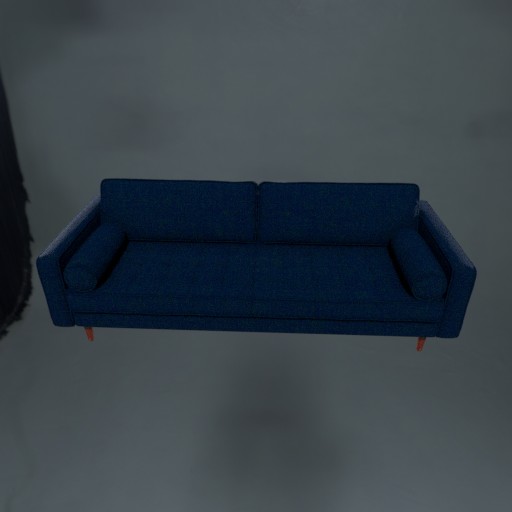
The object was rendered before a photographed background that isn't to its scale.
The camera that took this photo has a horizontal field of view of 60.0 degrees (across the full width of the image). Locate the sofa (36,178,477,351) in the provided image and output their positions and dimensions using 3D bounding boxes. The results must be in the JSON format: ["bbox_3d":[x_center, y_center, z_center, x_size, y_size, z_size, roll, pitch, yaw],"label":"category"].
[{"bbox_3d":[0.000,0.000,2.657,2.210,0.762,0.914,1,30,2],"label":"sofa"}]
